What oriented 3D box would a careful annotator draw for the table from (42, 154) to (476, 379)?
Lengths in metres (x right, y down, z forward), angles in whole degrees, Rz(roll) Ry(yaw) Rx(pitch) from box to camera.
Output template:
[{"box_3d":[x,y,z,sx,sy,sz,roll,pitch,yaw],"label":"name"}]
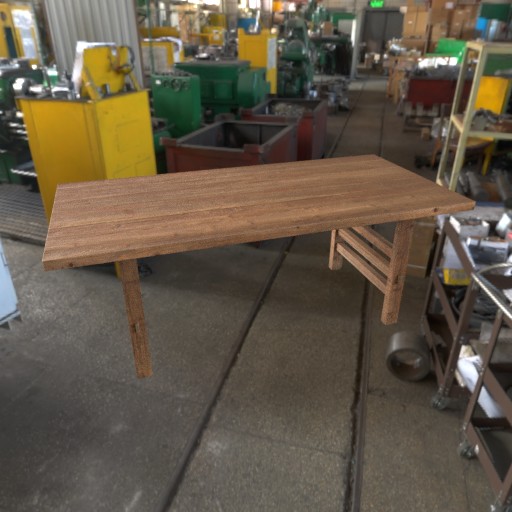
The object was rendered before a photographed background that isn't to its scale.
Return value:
[{"box_3d":[0.000,0.000,2.515,2.003,0.760,0.952,-9,29,-16],"label":"table"}]
